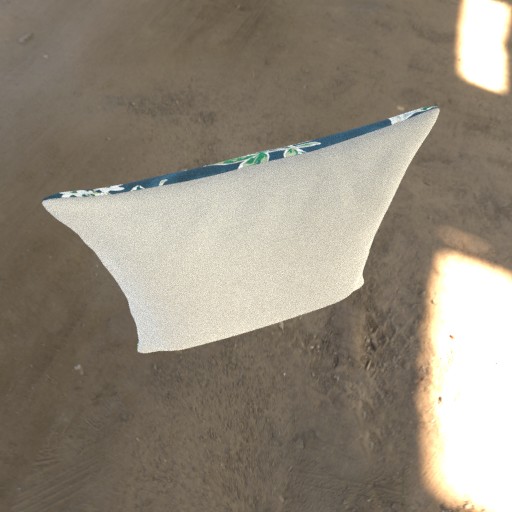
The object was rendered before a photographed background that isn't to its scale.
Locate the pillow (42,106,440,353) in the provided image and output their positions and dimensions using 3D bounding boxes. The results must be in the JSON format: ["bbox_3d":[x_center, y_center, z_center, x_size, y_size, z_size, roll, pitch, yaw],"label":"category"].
[{"bbox_3d":[0.000,0.000,0.770,0.525,0.508,0.166,-16,59,-10],"label":"pillow"}]
